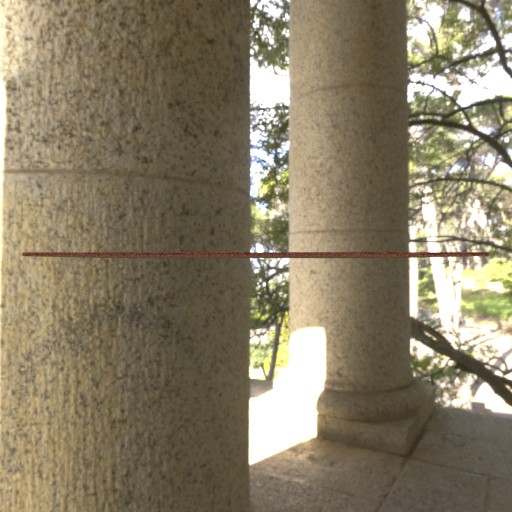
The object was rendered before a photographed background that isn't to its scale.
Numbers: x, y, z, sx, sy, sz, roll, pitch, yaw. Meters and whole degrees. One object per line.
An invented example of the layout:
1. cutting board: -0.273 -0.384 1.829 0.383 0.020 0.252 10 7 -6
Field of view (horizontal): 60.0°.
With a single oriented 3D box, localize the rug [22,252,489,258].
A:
1. rug: 0.000 0.000 2.338 1.829 0.016 1.219 0 -1 1
